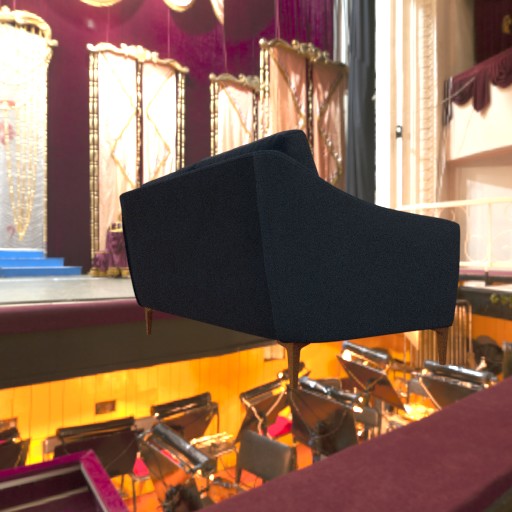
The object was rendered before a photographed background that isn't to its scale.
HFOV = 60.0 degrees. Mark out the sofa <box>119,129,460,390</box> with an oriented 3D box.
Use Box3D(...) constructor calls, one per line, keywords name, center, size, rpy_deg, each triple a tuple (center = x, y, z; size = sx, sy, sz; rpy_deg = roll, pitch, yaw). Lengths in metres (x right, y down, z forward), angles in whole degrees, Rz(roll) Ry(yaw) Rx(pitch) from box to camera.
Box3D(name="sofa", center=(0.000, 0.000, 2.206), size=(0.960, 0.902, 1.619), rpy_deg=(0, 0, -36))
